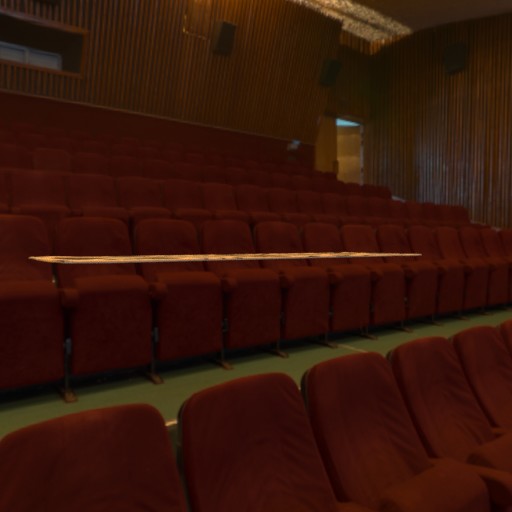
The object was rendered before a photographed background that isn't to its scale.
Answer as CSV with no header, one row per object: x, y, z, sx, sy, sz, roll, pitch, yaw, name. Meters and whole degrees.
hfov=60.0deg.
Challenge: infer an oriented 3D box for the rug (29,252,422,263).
0.000,0.000,2.600,2.301,0.017,0.692,-1,2,-37,rug
